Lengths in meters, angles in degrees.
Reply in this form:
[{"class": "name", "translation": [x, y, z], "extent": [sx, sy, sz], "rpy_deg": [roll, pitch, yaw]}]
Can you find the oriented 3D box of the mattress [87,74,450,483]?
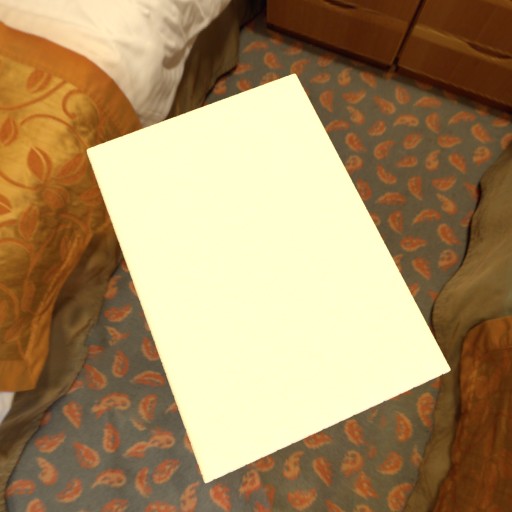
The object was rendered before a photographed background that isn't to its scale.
[{"class": "mattress", "translation": [0.000, 0.000, 2.574], "extent": [1.400, 0.200, 2.000], "rpy_deg": [-22, 76, -6]}]
